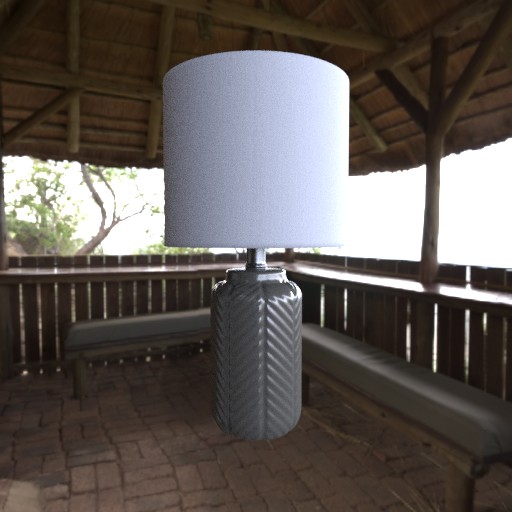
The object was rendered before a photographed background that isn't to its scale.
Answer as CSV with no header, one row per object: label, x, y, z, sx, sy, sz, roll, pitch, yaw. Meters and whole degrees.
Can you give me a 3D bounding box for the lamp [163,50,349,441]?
lamp,0.000,0.000,0.502,0.203,0.389,0.203,0,3,2
